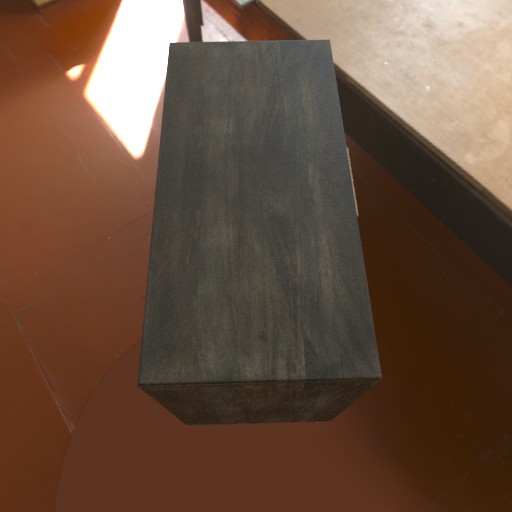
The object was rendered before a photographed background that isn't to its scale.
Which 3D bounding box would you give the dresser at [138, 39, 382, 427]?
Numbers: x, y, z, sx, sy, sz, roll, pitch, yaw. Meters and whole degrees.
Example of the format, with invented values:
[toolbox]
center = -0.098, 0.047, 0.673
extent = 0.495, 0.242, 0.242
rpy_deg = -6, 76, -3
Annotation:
[dresser]
center = 0.000, 0.000, 1.369
extent = 0.453, 0.801, 0.923
rpy_deg = -1, 63, -1
